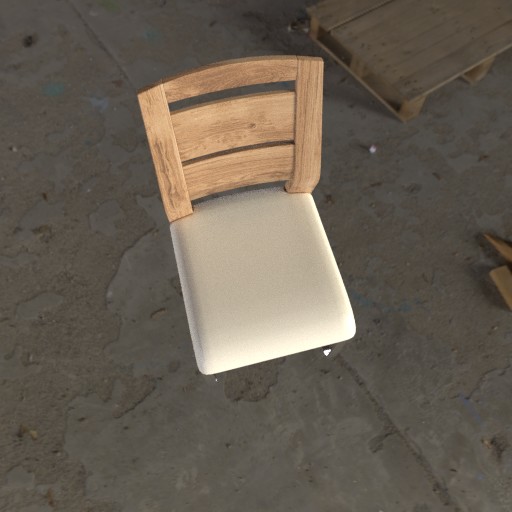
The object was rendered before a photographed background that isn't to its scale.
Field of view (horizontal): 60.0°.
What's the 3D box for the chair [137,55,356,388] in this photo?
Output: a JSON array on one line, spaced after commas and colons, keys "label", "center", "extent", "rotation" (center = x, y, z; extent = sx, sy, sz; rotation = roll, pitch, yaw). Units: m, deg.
[{"label": "chair", "center": [0.000, 0.000, 1.283], "extent": [0.457, 0.955, 0.561], "rotation": [-13, 64, -6]}]
